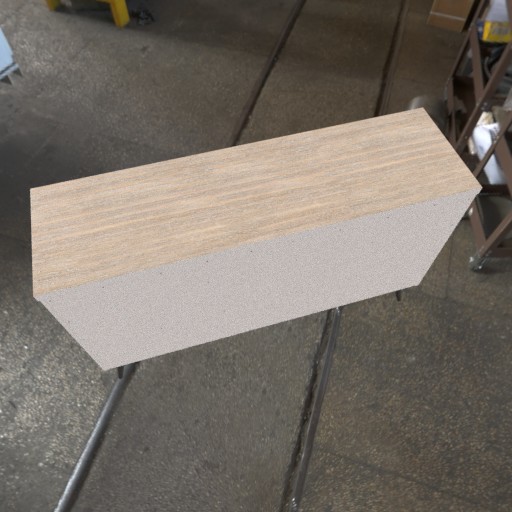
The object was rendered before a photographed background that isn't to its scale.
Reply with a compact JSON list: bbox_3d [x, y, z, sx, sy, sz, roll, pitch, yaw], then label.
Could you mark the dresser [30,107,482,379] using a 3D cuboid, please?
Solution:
[{"bbox_3d":[0.000,0.000,1.946,1.524,0.914,0.457,-14,59,-9],"label":"dresser"}]
